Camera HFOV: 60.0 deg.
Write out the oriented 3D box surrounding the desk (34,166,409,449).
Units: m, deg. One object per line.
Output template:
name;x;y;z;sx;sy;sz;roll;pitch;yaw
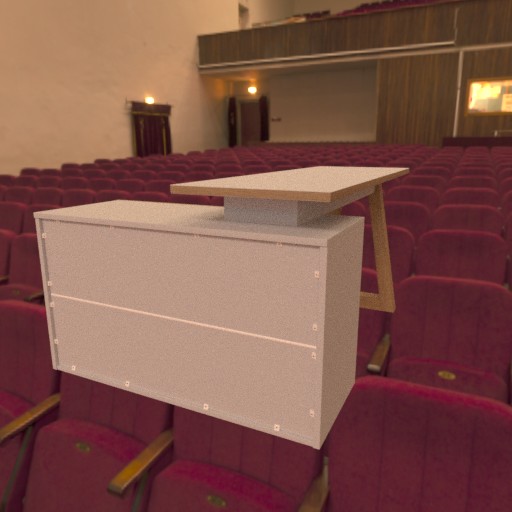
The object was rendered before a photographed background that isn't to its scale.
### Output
desk;0.000;0.000;2.030;1.098;0.755;1.404;7;15;25
